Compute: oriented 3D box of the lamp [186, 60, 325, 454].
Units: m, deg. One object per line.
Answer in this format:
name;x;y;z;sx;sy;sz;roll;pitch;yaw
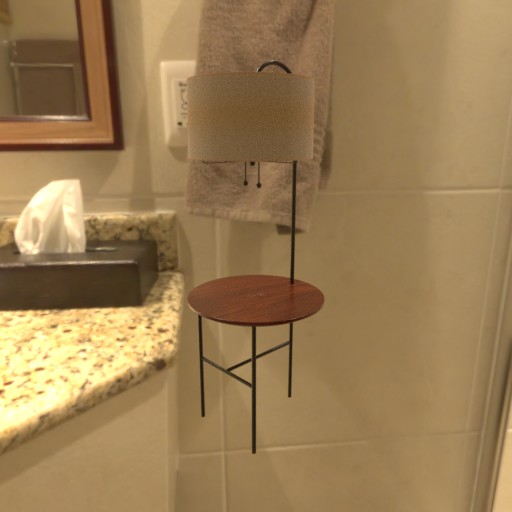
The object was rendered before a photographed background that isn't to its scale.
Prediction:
lamp;0.000;0.000;1.829;0.573;1.517;0.573;0;15;0
